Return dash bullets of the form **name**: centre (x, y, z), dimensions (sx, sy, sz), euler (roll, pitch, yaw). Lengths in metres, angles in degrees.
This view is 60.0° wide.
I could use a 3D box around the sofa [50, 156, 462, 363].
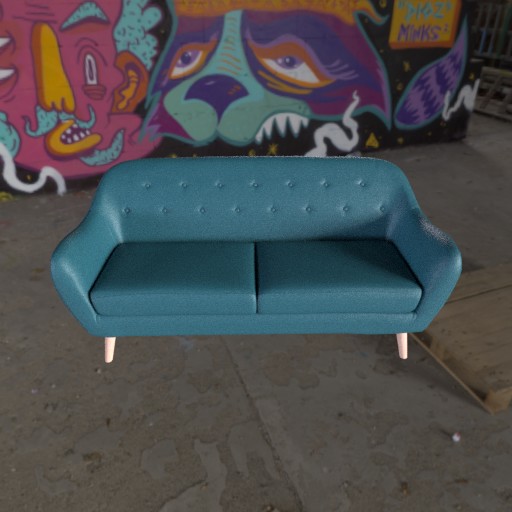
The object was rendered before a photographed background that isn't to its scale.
- **sofa**: centre (0.000, 0.000, 2.348), dimensions (1.840, 0.836, 0.820), euler (-1, 31, -1)
